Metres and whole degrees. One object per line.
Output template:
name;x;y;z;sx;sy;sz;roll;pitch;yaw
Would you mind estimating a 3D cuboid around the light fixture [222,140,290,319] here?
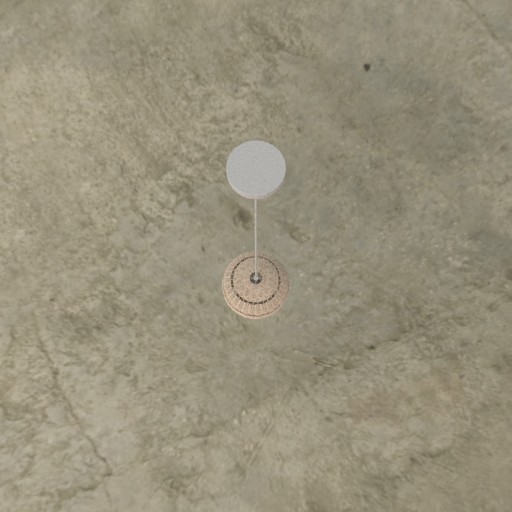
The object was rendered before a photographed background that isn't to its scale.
light fixture;0.000;0.000;2.214;0.457;2.019;0.457;1;76;0
